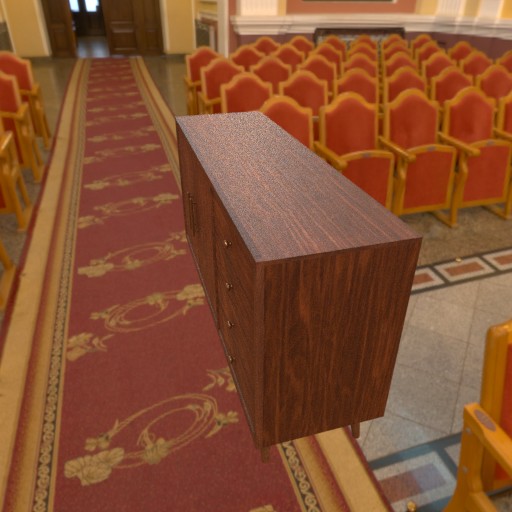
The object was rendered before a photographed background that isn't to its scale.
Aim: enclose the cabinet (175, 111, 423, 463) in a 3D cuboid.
[{"bbox_3d":[0.000,0.000,2.058,0.505,0.940,1.575,-9,32,-14],"label":"cabinet"}]
